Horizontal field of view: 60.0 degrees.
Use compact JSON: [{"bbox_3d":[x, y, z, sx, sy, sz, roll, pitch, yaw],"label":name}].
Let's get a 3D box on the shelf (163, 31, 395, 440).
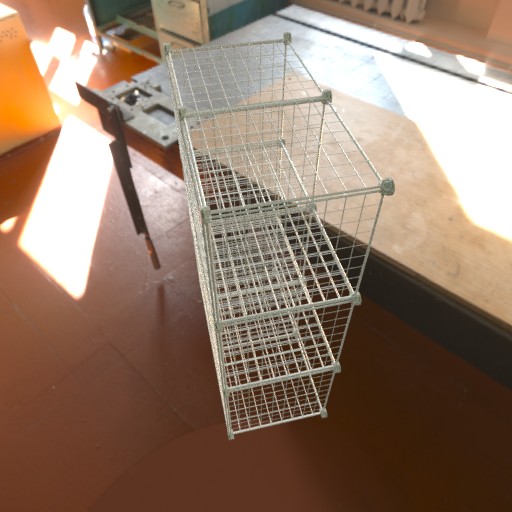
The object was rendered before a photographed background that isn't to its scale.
[{"bbox_3d":[0.000,0.000,1.399,0.356,1.067,0.711,-10,49,-9],"label":"shelf"}]
